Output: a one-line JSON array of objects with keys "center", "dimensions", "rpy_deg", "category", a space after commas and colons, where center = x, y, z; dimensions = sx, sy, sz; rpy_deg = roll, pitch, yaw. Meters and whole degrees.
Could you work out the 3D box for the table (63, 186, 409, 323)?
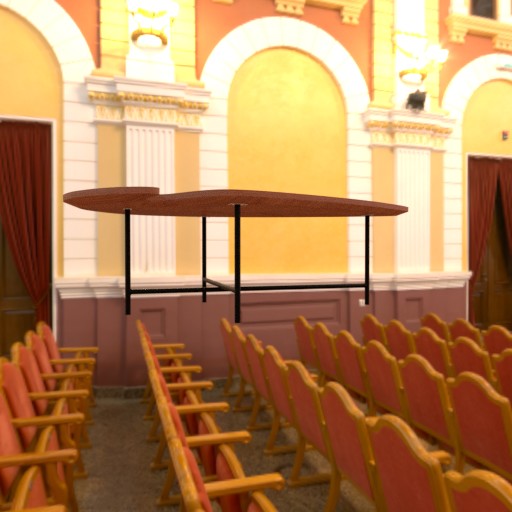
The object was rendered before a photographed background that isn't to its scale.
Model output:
[{"center": [0.000, 0.000, 1.496], "dimensions": [1.199, 0.360, 0.598], "rpy_deg": [0, 1, -17], "category": "table"}]
